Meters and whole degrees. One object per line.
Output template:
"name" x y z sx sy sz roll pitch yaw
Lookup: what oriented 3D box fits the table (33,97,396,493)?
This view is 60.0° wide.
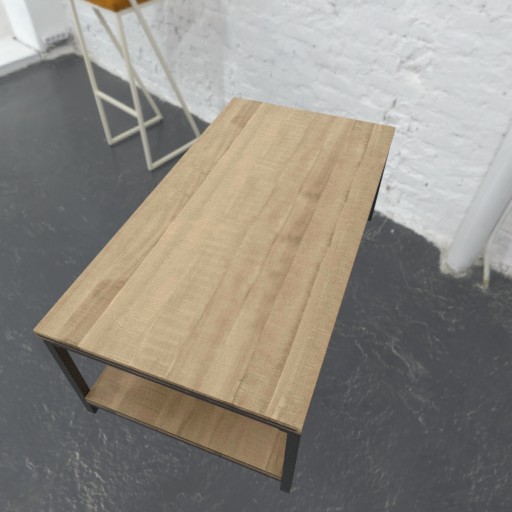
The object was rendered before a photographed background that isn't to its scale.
"table" 0.000 0.000 1.321 0.574 0.393 1.062 16 49 14
